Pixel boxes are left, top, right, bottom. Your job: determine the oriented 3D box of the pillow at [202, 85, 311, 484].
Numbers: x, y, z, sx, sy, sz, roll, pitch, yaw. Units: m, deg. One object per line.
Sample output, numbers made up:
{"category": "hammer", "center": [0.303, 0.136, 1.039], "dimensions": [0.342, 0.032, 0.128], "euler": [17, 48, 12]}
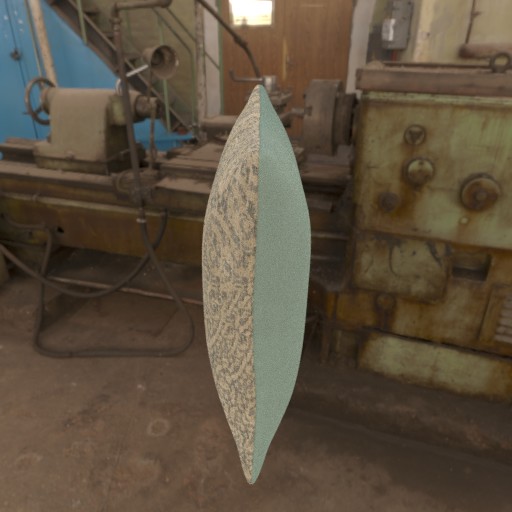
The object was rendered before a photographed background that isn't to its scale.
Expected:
{"category": "pillow", "center": [0.000, 0.000, 0.781], "dimensions": [0.166, 0.507, 0.526], "euler": [0, 28, 0]}
